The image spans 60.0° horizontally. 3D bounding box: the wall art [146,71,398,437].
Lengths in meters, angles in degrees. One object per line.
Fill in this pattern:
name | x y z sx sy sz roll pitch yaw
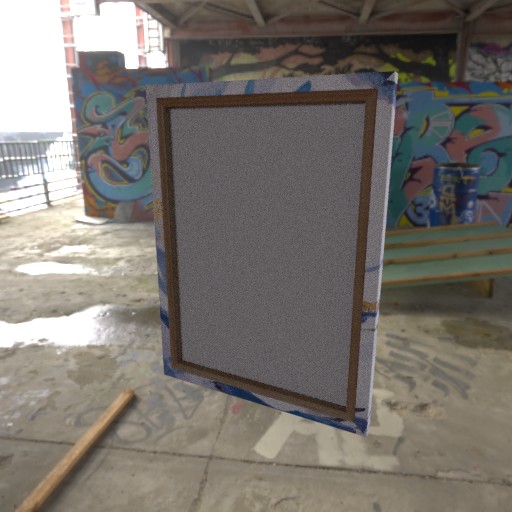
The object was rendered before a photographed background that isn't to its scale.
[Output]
wall art | 0.000 0.000 1.367 0.761 1.015 0.038 8 18 27
